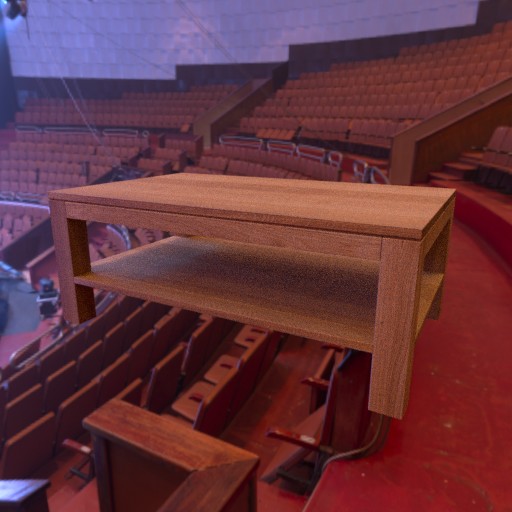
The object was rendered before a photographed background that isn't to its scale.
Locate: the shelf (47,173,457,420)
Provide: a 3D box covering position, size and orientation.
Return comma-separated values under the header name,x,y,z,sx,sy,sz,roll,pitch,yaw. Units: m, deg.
name,x,y,z,sx,sy,sz,roll,pitch,yaw
shelf,0.000,0.000,1.518,1.150,0.450,0.700,9,18,27
